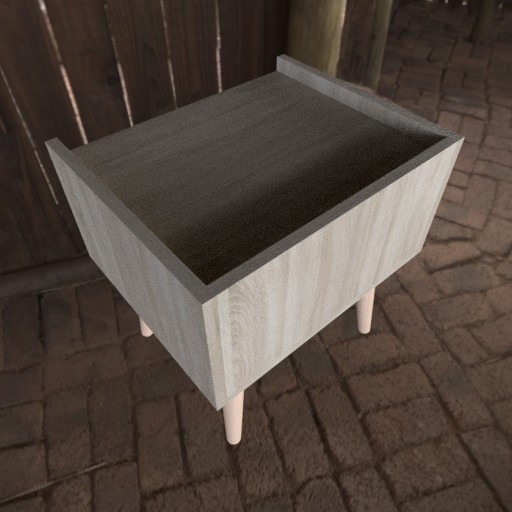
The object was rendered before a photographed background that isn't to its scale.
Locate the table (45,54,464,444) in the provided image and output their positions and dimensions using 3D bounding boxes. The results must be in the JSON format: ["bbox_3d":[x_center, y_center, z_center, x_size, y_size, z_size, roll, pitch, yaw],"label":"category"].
[{"bbox_3d":[0.000,0.000,0.785,0.450,0.470,0.370,-32,54,-27],"label":"table"}]
